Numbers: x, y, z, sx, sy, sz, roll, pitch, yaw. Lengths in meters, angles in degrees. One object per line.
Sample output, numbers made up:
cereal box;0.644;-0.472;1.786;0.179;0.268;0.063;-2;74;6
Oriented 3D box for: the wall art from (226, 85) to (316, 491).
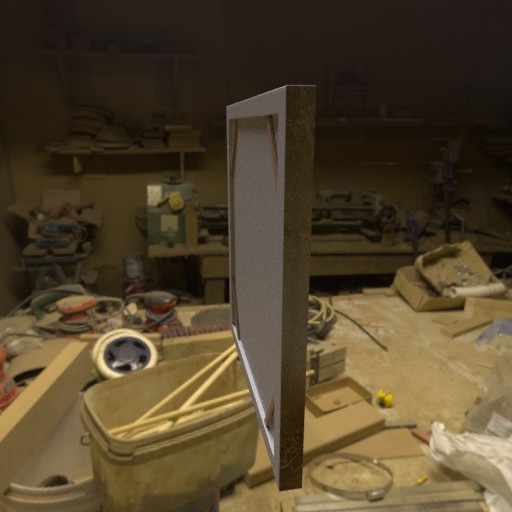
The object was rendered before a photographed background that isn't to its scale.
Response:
wall art;0.000;0.000;0.916;0.038;0.610;0.610;-3;17;-10
